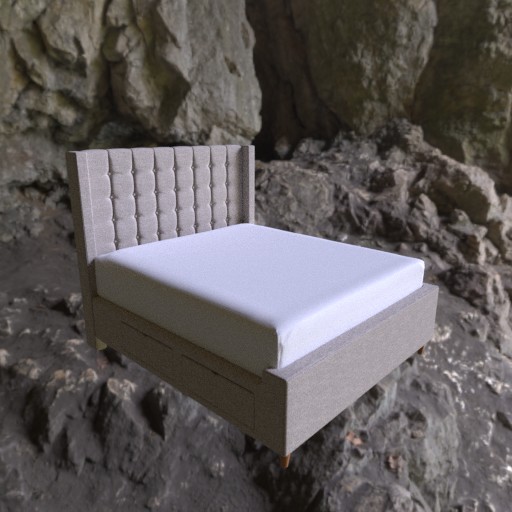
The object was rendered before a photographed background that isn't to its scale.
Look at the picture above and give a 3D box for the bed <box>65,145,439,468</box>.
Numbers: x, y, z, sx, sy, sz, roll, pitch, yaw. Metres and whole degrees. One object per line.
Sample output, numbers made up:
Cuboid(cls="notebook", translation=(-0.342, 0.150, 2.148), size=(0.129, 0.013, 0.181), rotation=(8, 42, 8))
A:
Cuboid(cls="bed", translation=(0.000, 0.000, 3.772), size=(2.372, 1.748, 2.044), rotation=(15, 22, 41))
